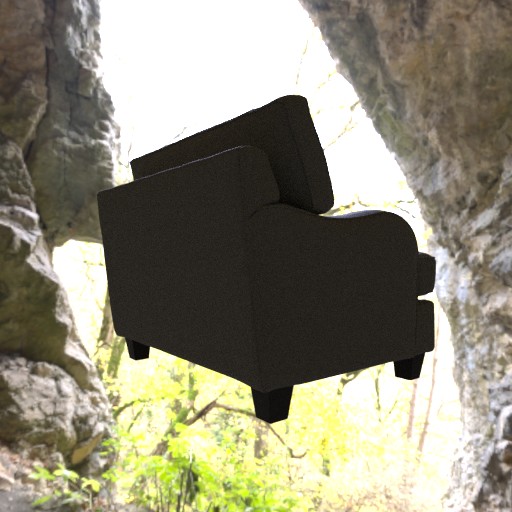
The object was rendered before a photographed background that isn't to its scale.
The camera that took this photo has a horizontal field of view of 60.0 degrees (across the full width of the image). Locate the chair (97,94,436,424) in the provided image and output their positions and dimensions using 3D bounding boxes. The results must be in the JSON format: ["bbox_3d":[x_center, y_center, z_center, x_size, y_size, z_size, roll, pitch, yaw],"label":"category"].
[{"bbox_3d":[0.000,0.000,1.999,1.040,1.016,1.220,0,0,-38],"label":"chair"}]
